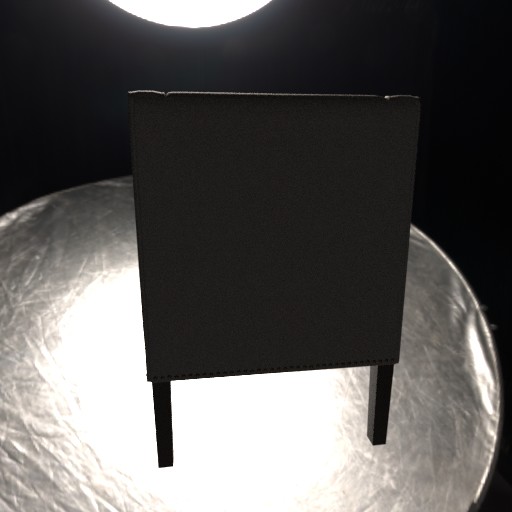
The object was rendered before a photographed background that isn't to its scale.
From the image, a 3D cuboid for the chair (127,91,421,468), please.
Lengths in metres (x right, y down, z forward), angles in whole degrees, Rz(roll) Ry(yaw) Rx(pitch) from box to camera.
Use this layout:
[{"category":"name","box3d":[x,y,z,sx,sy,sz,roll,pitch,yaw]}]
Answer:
[{"category":"chair","box3d":[0.000,0.000,1.356,0.631,0.867,0.747,-2,14,-9]}]
